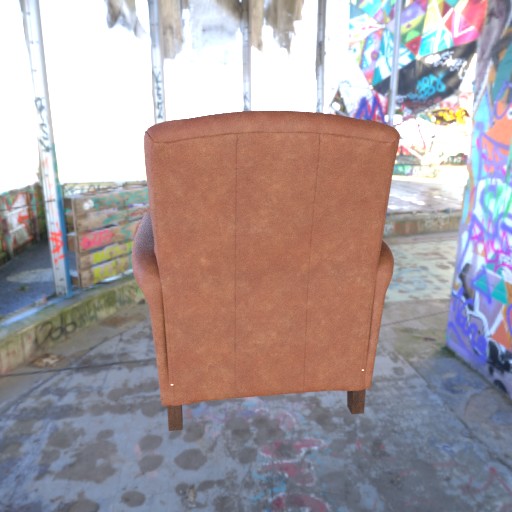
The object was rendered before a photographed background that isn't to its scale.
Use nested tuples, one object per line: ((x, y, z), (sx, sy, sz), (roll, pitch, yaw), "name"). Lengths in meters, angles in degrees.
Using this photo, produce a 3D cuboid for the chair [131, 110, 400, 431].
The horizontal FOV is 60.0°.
((0.000, 0.000, 1.774), (0.978, 1.061, 0.902), (-2, 15, -8), "chair")
